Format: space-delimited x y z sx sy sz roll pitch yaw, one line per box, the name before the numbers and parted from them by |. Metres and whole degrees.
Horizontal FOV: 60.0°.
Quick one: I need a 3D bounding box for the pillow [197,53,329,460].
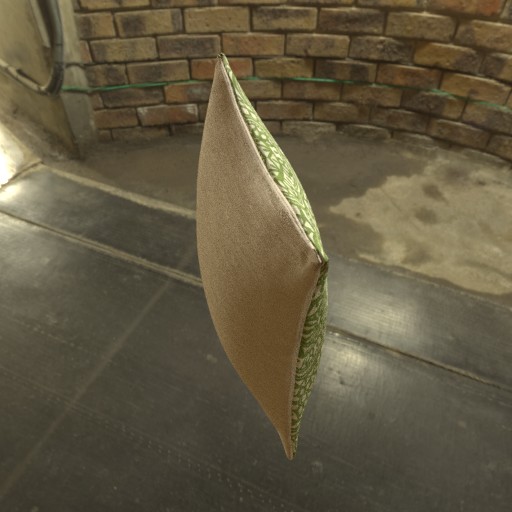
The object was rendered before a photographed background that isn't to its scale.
pillow | 0.000 0.000 0.646 0.162 0.419 0.440 -10 47 -10
